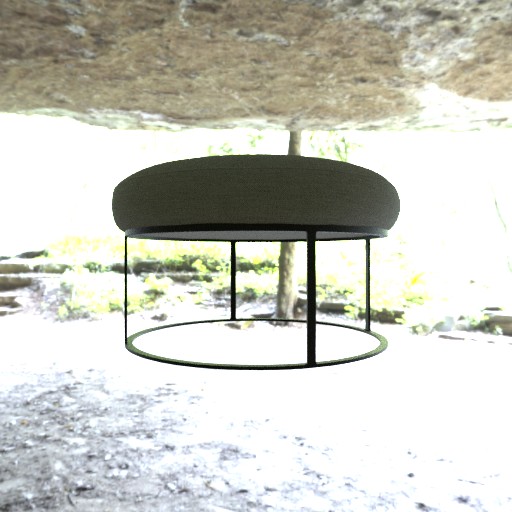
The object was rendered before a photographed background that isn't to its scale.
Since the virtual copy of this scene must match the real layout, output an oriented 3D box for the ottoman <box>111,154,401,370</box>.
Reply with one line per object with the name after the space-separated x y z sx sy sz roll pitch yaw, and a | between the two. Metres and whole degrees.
0.000 0.000 1.237 0.769 0.459 0.769 0 0 0 | ottoman
